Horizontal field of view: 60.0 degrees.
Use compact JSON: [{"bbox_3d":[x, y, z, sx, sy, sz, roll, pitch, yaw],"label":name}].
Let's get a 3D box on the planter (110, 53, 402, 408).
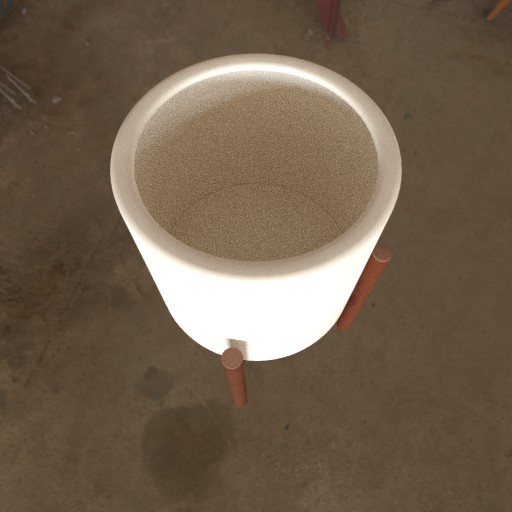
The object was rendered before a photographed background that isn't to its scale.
[{"bbox_3d":[0.000,0.000,0.500,0.224,0.358,0.224,-33,67,-16],"label":"planter"}]
